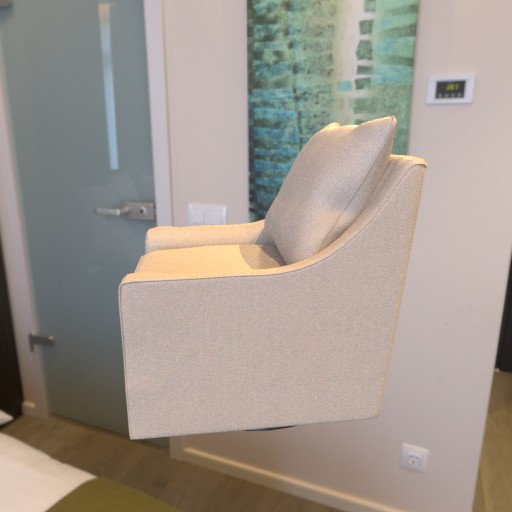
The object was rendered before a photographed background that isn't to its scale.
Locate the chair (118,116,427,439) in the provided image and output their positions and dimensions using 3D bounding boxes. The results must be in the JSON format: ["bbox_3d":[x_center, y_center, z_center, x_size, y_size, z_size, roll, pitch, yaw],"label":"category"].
[{"bbox_3d":[0.000,0.000,1.595,0.876,0.942,0.760,-2,15,-8],"label":"chair"}]
